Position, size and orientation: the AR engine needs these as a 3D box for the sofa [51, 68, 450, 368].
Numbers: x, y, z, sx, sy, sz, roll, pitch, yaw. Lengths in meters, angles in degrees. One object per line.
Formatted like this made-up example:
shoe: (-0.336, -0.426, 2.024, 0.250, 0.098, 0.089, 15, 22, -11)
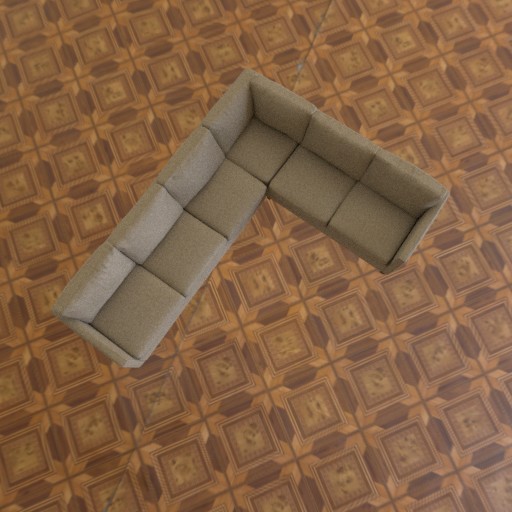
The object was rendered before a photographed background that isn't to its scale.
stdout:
sofa: (0.000, 0.000, 4.578, 2.593, 0.947, 3.302, 34, 79, 8)
